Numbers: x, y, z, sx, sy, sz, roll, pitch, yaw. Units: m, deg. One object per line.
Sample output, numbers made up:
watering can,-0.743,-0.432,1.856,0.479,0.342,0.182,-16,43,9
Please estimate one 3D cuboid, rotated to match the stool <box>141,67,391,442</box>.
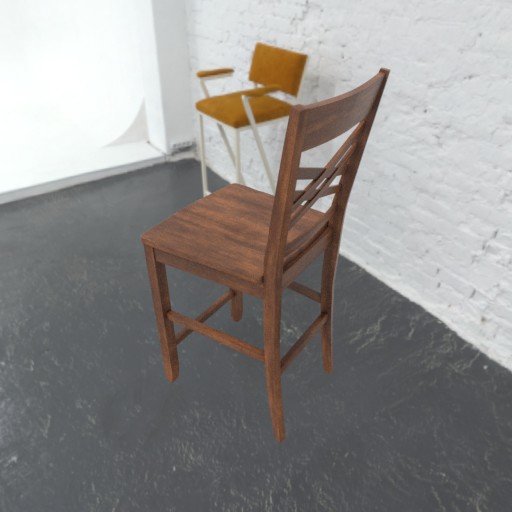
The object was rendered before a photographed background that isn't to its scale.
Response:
stool,0.000,0.000,1.377,0.539,1.079,0.462,21,39,28
